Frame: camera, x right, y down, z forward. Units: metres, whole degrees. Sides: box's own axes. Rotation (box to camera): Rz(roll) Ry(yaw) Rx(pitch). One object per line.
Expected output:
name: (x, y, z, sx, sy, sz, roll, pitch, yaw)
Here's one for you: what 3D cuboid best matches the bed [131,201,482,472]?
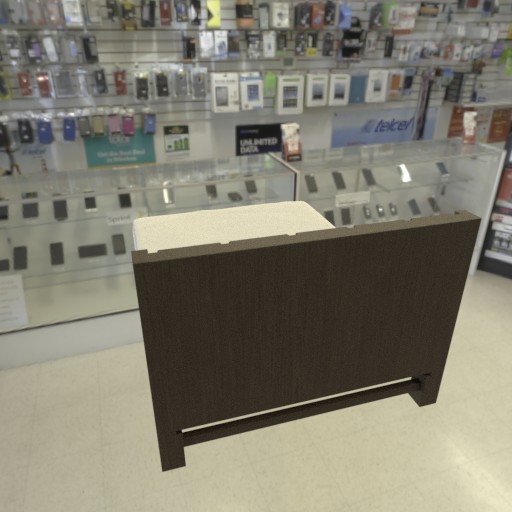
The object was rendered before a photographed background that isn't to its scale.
bed: (0.000, 0.000, 3.278, 1.727, 1.270, 2.242, -8, 28, -15)
